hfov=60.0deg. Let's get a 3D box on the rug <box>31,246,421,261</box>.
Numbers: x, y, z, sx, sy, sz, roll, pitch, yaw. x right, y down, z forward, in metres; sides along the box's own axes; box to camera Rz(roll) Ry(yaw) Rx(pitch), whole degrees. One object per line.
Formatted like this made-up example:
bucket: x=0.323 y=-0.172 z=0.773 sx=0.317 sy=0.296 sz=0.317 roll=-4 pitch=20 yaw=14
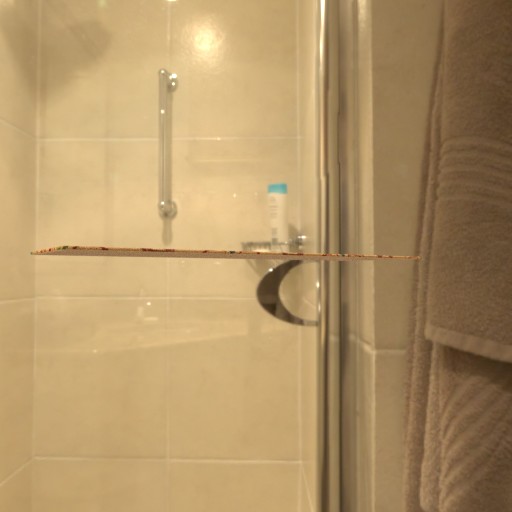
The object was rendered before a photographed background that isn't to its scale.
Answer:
rug: x=0.000 y=0.000 z=2.583 sx=2.273 sy=0.016 sz=0.693 roll=1 pitch=-2 yaw=-36
